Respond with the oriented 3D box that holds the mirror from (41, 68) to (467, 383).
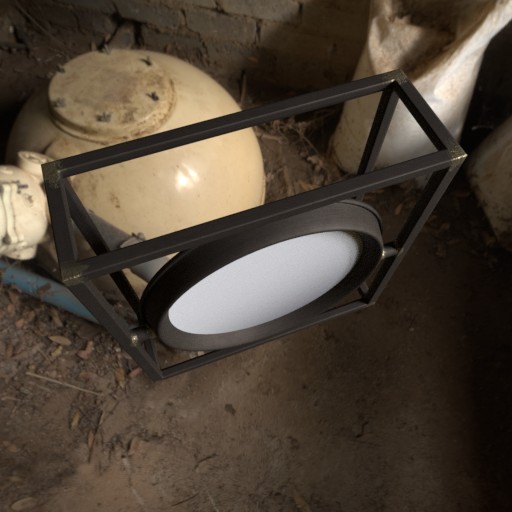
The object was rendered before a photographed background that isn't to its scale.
[{"bbox_3d":[0.000,0.000,0.468,0.306,0.303,0.107,-18,63,-9],"label":"mirror"}]
